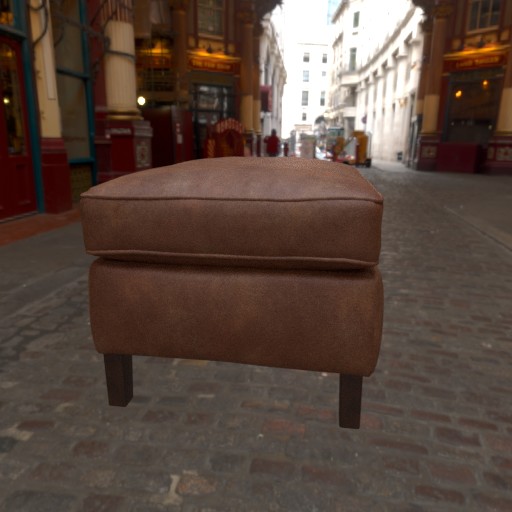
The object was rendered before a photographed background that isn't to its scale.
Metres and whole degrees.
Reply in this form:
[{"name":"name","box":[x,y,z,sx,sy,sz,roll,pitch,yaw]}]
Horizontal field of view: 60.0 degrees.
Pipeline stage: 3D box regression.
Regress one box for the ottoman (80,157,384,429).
[{"name":"ottoman","box":[0.000,0.000,0.992,0.501,0.418,0.665,2,15,9]}]
